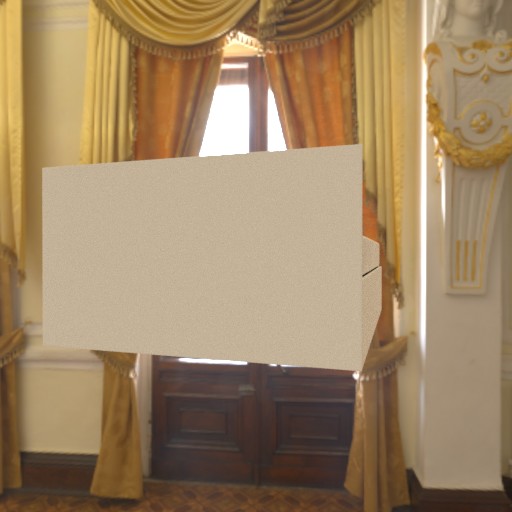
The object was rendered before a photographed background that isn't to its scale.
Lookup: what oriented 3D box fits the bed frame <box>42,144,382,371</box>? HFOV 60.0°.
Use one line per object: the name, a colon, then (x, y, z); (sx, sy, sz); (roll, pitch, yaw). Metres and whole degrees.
bed frame: (0.000, 0.000, 2.679); (1.400, 0.800, 1.900); (0, 0, 18)
